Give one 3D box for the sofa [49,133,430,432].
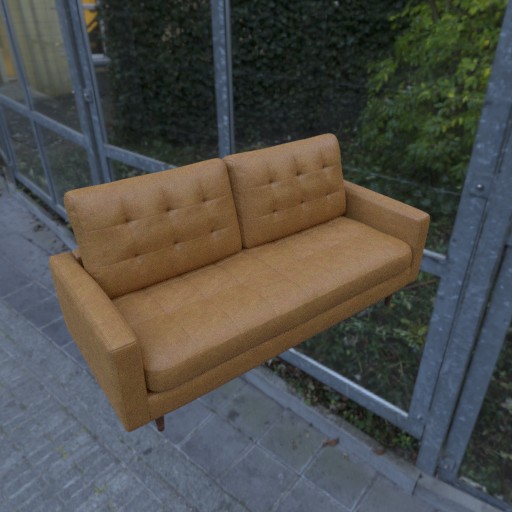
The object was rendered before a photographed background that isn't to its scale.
[{"bbox_3d":[0.000,0.000,2.271,1.821,0.898,0.850,-21,36,-31],"label":"sofa"}]
